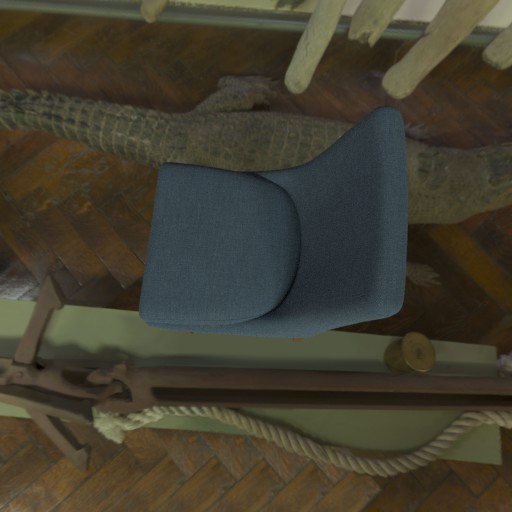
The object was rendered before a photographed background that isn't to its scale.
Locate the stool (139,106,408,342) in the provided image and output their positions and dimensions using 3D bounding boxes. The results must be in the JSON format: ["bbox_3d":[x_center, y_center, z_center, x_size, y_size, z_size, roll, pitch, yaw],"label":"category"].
[{"bbox_3d":[0.000,0.000,1.291,0.577,0.981,0.470,4,76,1],"label":"stool"}]
